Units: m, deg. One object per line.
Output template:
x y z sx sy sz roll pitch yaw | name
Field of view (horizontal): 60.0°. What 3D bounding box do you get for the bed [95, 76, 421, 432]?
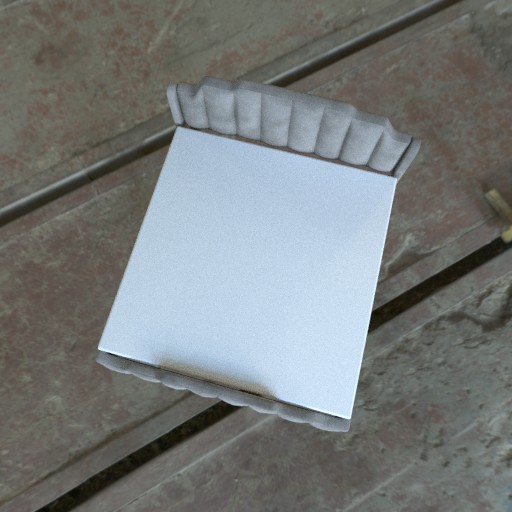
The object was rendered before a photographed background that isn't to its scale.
0.000 0.000 3.620 2.074 1.245 2.340 14 74 4 | bed
